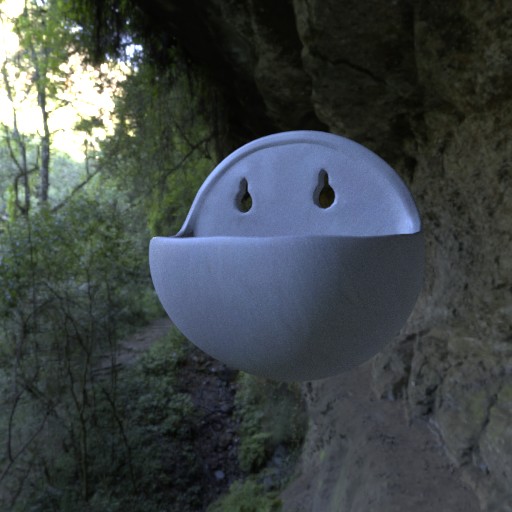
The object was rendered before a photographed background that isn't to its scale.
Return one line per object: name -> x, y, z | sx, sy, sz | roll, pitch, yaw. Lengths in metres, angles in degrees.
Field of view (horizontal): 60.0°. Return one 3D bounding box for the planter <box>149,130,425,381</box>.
planter -> 0.000, 0.000, 0.274 | 0.190, 0.164, 0.073 | 1, 2, 36
